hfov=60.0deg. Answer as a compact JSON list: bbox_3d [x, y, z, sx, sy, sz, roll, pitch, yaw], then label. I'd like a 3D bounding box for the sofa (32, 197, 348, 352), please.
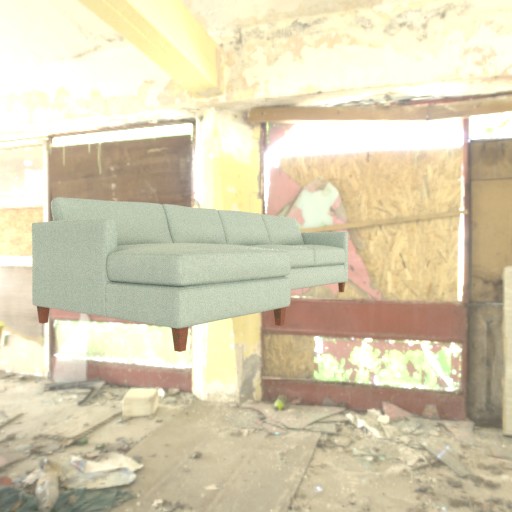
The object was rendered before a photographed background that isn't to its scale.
[{"bbox_3d":[0.000,0.000,4.180,1.600,0.953,3.470,1,2,37],"label":"sofa"}]
